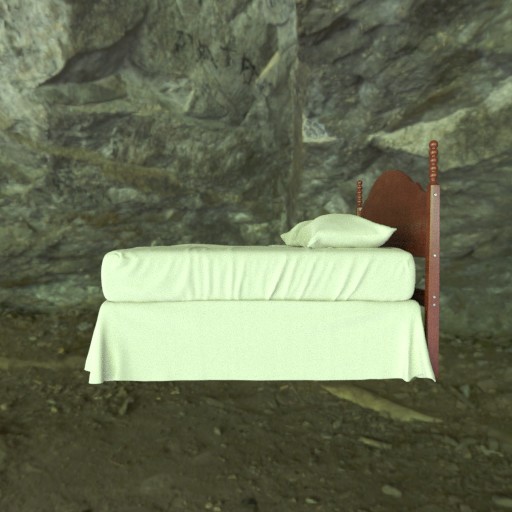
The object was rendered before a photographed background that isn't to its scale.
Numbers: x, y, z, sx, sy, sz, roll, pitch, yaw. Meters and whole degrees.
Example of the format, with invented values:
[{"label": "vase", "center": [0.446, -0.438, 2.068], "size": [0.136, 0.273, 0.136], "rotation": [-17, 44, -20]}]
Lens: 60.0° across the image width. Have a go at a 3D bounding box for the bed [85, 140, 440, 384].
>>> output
[{"label": "bed", "center": [0.000, 0.000, 3.293], "size": [2.040, 1.356, 1.873], "rotation": [0, 2, -2]}]
